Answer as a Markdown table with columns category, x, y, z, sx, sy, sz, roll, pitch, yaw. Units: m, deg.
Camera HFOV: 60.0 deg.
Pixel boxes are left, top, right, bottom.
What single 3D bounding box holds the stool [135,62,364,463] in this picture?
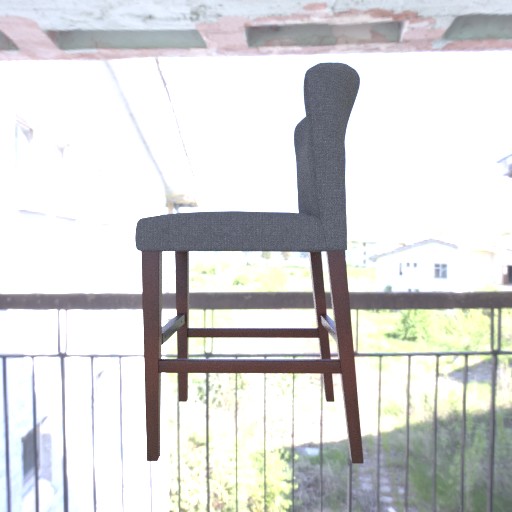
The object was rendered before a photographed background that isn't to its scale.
| category | x | y | z | sx | sy | sz | roll | pitch | yaw |
| --- | --- | --- | --- | --- | --- | --- | --- | --- | --- |
| stool | 0.000 | 0.000 | 1.255 | 0.568 | 0.968 | 0.479 | 0 | 1 | 1 |
